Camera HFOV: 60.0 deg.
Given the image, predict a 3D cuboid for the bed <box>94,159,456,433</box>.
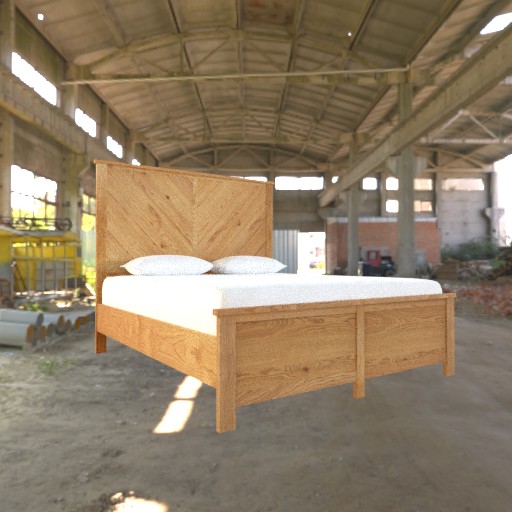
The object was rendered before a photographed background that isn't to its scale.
[{"bbox_3d":[0.000,0.000,4.033,2.225,1.938,2.530,1,-1,-34],"label":"bed"}]
